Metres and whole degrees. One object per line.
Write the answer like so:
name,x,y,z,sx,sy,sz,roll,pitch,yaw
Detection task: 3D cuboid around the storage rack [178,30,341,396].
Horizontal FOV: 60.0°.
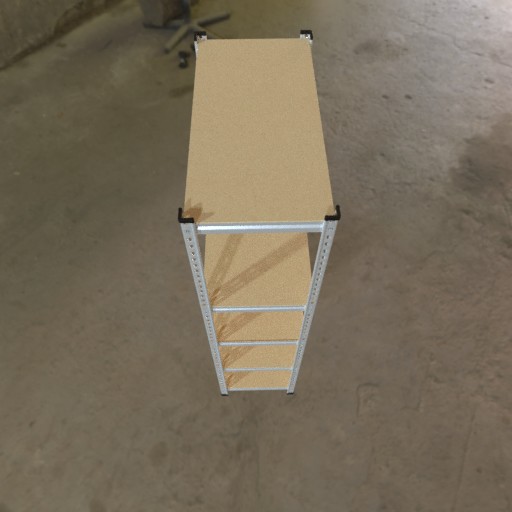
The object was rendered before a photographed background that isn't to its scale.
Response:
storage rack,0.000,0.000,2.247,0.457,1.829,0.914,-1,58,-1
